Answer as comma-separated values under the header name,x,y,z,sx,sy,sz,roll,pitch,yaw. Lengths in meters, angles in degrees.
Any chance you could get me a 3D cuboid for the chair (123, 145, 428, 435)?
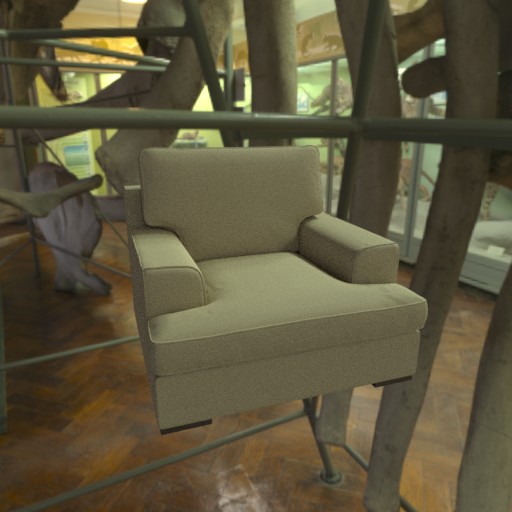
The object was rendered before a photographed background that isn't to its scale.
name,x,y,z,sx,sy,sz,roll,pitch,yaw
chair,0.000,0.000,2.166,1.293,1.005,1.274,-8,19,-25
